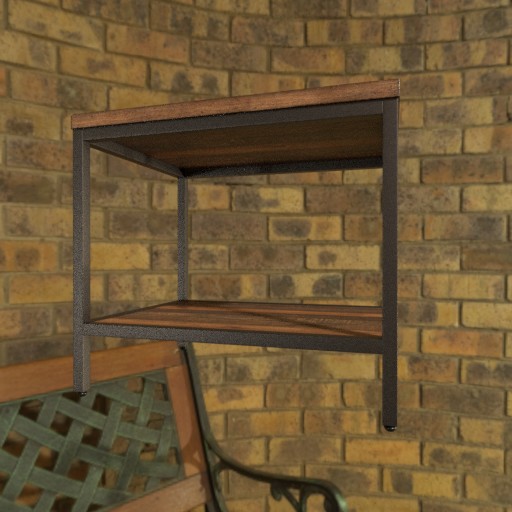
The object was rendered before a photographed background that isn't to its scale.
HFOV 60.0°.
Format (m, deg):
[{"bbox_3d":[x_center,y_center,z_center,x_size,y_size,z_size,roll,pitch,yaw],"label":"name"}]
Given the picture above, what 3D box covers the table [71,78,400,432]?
[{"bbox_3d":[0.000,0.000,1.109,0.678,0.612,0.524,0,0,17],"label":"table"}]
